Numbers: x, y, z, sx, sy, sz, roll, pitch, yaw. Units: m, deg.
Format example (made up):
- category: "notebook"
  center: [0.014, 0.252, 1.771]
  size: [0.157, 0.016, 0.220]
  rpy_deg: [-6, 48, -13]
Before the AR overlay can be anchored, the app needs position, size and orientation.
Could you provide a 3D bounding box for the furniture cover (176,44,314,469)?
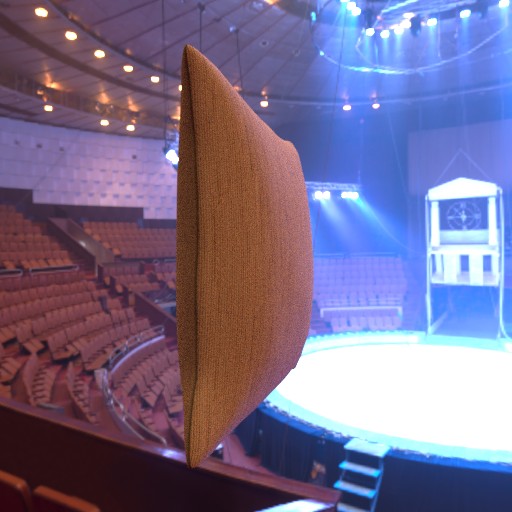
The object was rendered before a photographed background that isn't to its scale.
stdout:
- category: "furniture cover"
  center: [0.000, 0.000, 0.763]
  size: [0.178, 0.506, 0.512]
  rpy_deg: [0, 0, 19]
